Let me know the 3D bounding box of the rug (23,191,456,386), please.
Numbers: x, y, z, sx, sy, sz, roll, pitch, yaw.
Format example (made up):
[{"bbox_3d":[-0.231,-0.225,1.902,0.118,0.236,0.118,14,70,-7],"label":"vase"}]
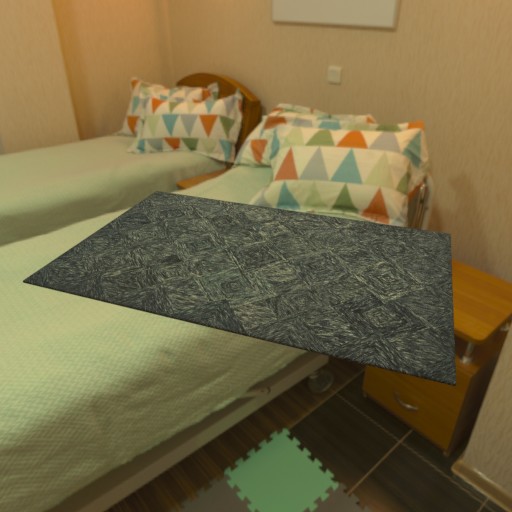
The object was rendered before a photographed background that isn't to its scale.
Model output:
[{"bbox_3d":[0.000,0.000,2.812,2.330,0.017,1.478,10,32,17],"label":"rug"}]
